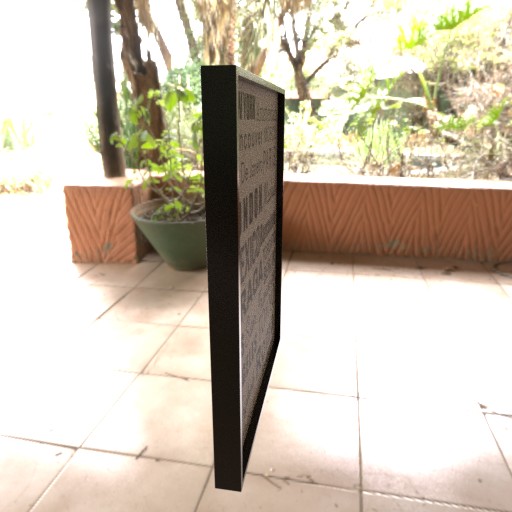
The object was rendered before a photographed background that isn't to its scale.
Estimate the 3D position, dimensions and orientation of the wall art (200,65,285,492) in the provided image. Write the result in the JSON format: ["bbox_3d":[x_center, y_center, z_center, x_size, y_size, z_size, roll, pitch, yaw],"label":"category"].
[{"bbox_3d":[0.000,0.000,0.749,0.038,0.551,0.448,3,18,10],"label":"wall art"}]
